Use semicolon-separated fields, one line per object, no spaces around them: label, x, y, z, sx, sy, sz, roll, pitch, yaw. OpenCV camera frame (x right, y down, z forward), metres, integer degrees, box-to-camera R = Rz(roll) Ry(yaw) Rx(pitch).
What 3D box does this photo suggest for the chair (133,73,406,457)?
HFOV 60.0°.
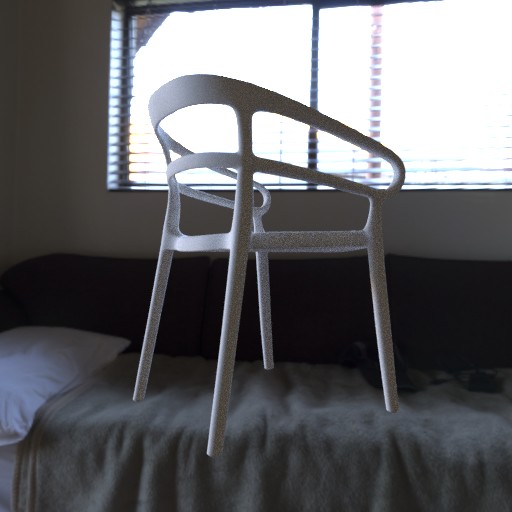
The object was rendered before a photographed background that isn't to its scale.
chair;0.000;0.000;1.143;0.527;0.761;0.559;0;0;-36
